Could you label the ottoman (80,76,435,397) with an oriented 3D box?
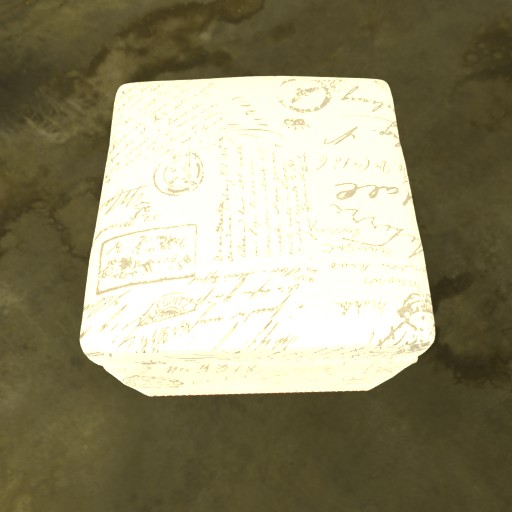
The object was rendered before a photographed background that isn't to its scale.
[{"bbox_3d":[0.000,0.000,0.807,0.449,0.457,0.450,-1,65,-1],"label":"ottoman"}]
